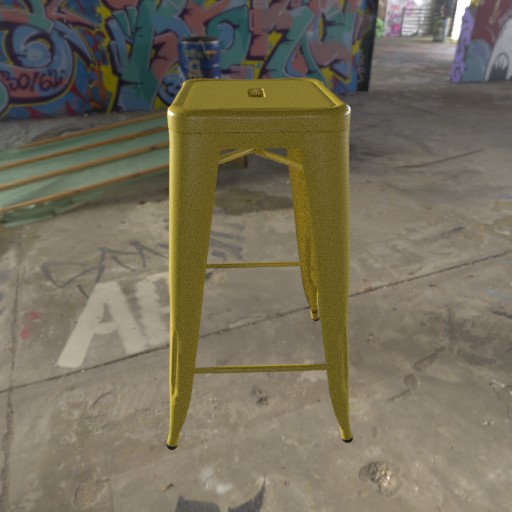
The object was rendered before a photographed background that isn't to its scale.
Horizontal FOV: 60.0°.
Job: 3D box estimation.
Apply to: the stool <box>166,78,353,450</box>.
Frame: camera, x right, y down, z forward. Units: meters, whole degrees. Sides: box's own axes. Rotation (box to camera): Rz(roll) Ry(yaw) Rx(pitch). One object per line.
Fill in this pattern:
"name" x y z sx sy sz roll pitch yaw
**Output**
"stool" 0.000 0.000 0.860 0.359 0.609 0.399 -1 30 -3
